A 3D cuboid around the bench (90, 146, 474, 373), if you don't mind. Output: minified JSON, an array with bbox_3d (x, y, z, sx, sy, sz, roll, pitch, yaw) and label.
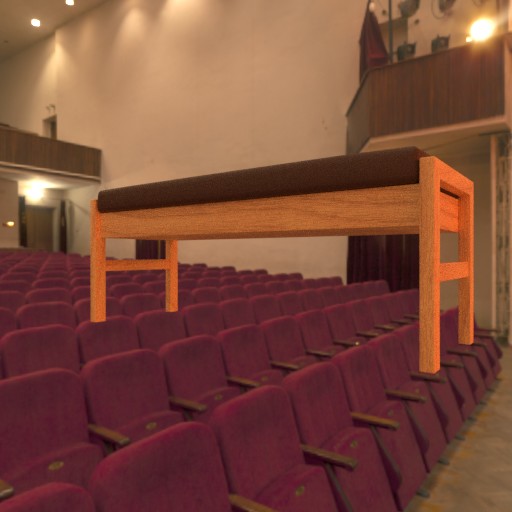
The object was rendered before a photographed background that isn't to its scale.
[{"bbox_3d":[0.000,0.000,1.421,1.200,0.480,0.405,0,0,36],"label":"bench"}]
